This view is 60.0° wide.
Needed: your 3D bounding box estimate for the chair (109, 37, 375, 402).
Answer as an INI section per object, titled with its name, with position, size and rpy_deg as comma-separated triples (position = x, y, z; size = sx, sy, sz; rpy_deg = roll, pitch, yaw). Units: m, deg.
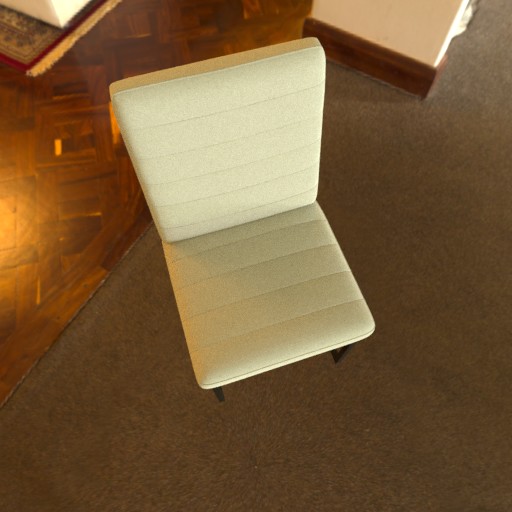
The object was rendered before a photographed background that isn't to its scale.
[chair]
position = 0.000, 0.000, 1.309
size = 0.520, 0.930, 0.634
rpy_deg = -16, 66, -8
